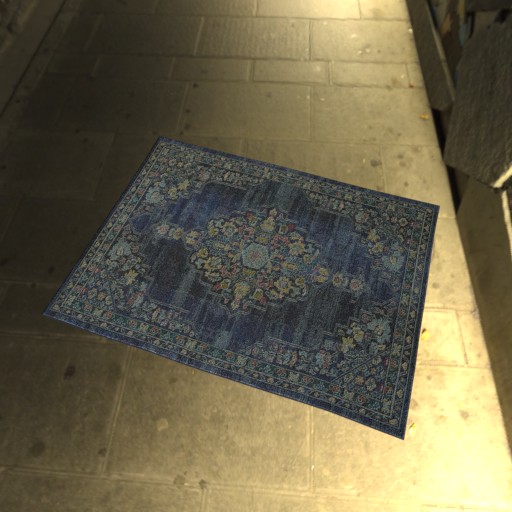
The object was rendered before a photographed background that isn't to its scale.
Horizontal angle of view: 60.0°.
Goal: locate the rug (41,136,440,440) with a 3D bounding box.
[{"bbox_3d":[0.000,0.000,4.790,3.612,0.035,2.716,16,59,10],"label":"rug"}]
